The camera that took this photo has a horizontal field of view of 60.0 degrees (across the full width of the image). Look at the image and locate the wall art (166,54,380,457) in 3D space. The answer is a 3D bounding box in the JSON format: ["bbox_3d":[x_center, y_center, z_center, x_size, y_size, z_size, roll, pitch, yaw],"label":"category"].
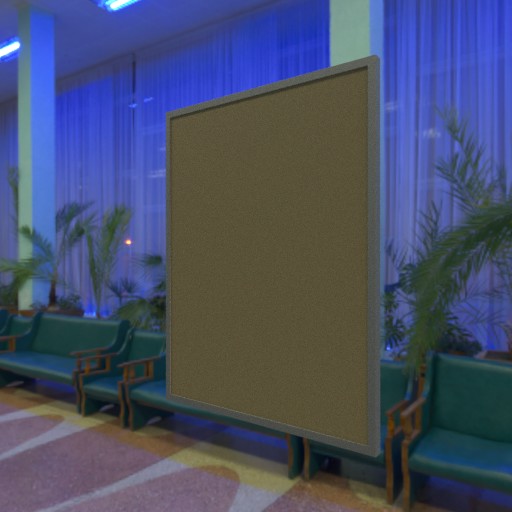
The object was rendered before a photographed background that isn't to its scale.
[{"bbox_3d":[0.000,0.000,1.390,0.789,1.042,0.034,0,0,36],"label":"wall art"}]
